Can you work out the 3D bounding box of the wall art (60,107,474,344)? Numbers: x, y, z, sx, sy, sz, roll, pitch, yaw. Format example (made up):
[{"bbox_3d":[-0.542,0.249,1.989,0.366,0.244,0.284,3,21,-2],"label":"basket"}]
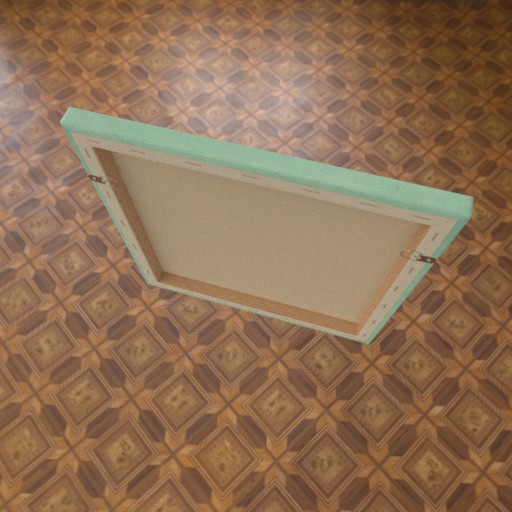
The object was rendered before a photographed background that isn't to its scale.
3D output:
[{"bbox_3d":[0.000,0.000,1.593,1.071,1.073,0.070,14,64,7],"label":"wall art"}]
